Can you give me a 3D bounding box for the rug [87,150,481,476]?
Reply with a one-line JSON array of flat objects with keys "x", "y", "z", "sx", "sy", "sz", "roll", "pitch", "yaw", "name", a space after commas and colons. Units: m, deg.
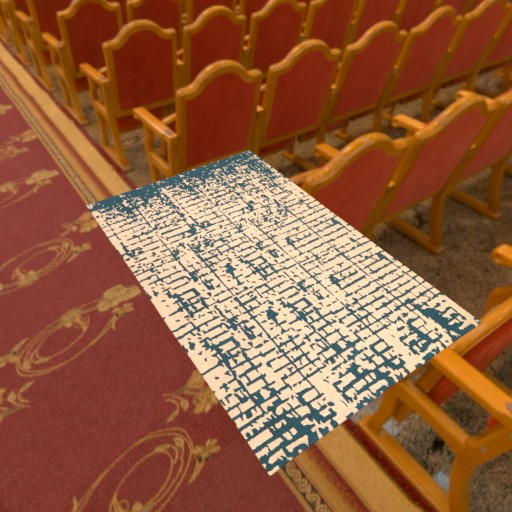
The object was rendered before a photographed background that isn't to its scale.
[{"x": 0.000, "y": 0.000, "z": 3.004, "sx": 1.517, "sy": 0.011, "sz": 2.435, "roll": -25, "pitch": 48, "yaw": -25, "name": "rug"}]
